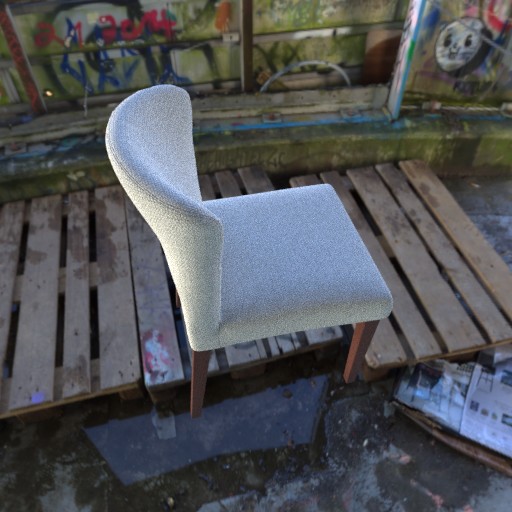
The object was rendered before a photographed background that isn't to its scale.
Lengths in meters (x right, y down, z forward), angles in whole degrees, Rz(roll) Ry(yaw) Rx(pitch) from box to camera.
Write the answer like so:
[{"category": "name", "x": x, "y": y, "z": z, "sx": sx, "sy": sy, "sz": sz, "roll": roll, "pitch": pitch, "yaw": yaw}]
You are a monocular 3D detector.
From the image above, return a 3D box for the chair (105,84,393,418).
[{"category": "chair", "x": 0.000, "y": 0.000, "z": 1.186, "sx": 0.589, "sy": 0.839, "sz": 0.491, "roll": -10, "pitch": 48, "yaw": -9}]
